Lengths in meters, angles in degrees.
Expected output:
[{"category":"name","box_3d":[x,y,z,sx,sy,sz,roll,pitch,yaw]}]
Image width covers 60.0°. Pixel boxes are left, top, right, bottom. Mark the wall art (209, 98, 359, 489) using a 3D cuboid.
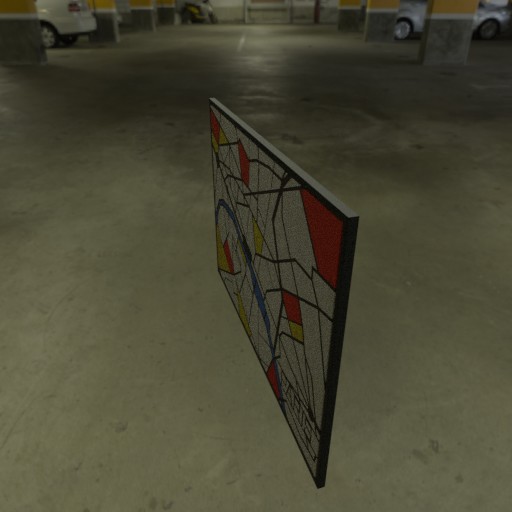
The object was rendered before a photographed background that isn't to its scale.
[{"category":"wall art","box_3d":[0.000,0.000,0.842,0.013,0.458,0.664,-9,31,-15]}]
